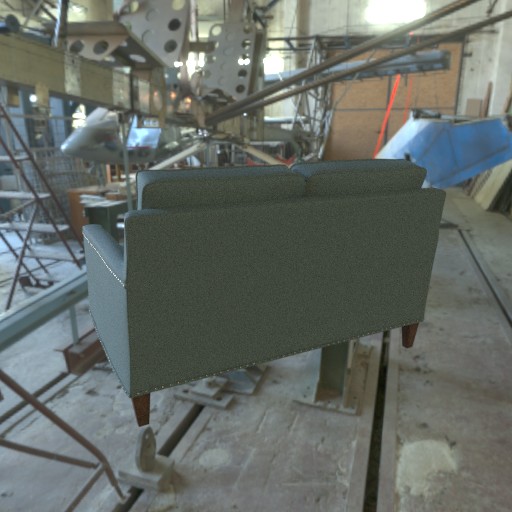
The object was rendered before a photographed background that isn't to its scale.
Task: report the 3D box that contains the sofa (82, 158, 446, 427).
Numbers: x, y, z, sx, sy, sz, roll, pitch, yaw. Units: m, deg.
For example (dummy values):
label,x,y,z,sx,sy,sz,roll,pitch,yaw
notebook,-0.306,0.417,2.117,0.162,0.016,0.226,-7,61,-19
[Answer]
label,x,y,z,sx,sy,sz,roll,pitch,yaw
sofa,0.000,0.000,2.311,1.597,1.003,1.084,-8,17,-26
